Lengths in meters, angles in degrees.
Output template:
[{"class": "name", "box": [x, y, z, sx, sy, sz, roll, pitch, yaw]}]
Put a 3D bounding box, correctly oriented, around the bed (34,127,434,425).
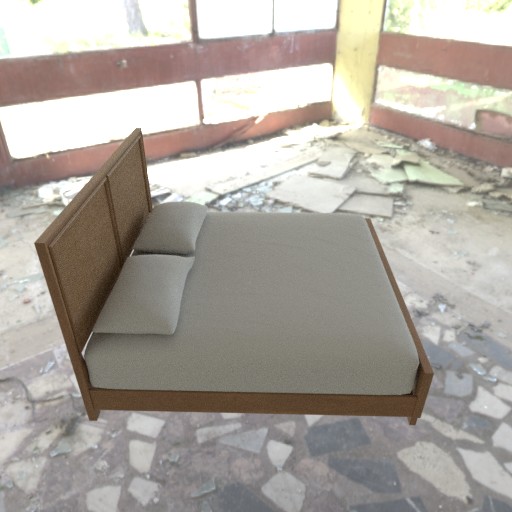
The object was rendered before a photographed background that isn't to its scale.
[{"class": "bed", "box": [0.000, 0.000, 3.425, 2.184, 1.387, 2.003, 1, 32, 1]}]
